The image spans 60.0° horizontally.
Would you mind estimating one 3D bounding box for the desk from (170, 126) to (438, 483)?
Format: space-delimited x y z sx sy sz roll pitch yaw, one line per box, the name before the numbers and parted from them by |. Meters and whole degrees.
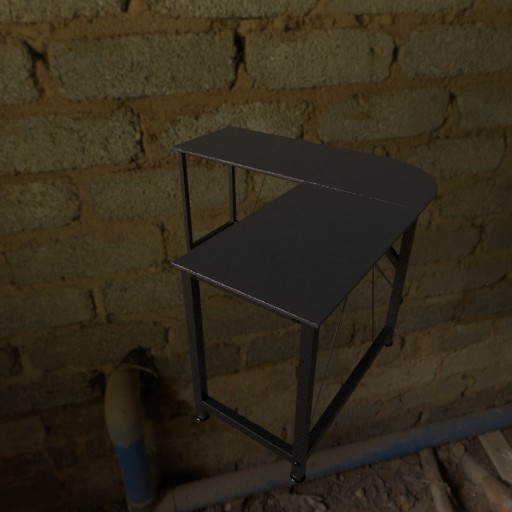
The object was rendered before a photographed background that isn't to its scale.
desk | 0.000 0.000 2.204 1.400 0.762 1.400 20 37 30
